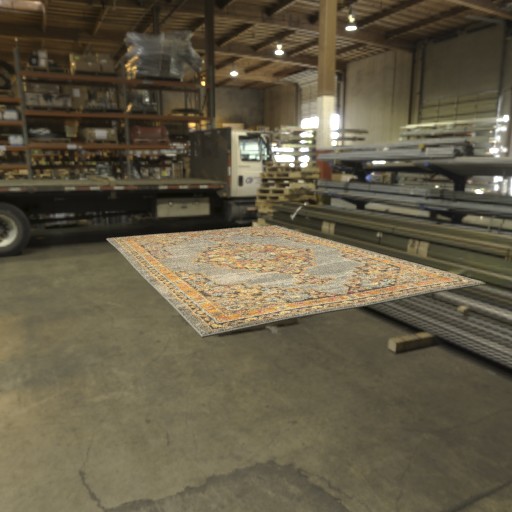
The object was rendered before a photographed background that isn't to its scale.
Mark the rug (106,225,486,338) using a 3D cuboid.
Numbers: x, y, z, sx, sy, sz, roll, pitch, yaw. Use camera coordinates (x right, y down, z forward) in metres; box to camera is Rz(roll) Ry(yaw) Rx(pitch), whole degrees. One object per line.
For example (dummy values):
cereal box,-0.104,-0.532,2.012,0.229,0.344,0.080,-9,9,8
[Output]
rug,0.000,0.000,4.029,2.158,0.024,3.063,-6,14,-26
